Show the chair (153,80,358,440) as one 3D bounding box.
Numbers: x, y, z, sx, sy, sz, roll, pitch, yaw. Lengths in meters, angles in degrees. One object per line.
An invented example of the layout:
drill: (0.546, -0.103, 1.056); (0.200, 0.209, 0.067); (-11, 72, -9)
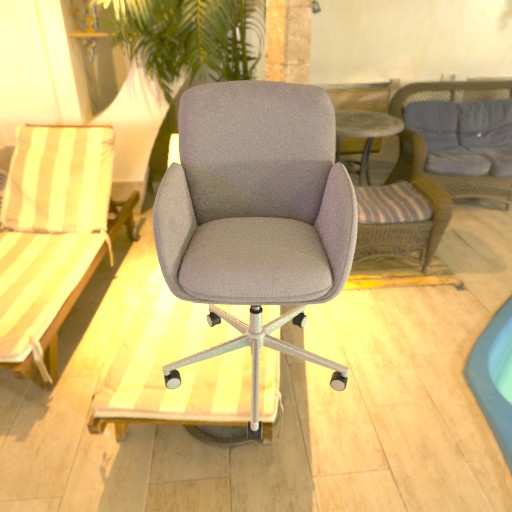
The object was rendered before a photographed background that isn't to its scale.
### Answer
chair: (0.000, 0.000, 1.406); (0.648, 0.959, 0.654); (0, 30, 1)
